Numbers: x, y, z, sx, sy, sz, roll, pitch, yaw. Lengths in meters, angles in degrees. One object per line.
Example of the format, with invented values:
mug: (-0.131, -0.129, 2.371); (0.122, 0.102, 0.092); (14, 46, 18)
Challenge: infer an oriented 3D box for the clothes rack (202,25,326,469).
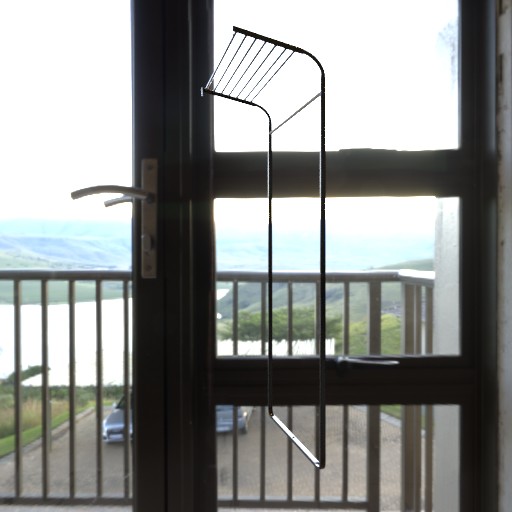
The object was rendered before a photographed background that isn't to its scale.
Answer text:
clothes rack: (0.000, 0.000, 1.847); (0.349, 1.574, 0.609); (0, 0, -17)
